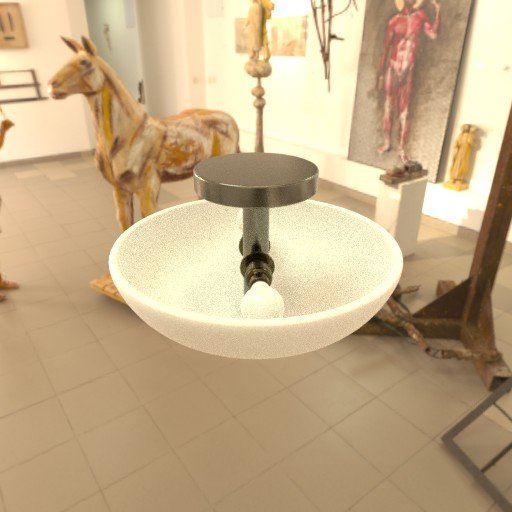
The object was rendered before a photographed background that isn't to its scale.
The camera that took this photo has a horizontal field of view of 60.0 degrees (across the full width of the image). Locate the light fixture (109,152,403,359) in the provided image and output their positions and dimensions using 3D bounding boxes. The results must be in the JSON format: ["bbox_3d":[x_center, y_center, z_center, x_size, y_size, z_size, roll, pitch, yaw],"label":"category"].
[{"bbox_3d":[0.000,0.000,0.525,0.330,0.214,0.330,0,27,0],"label":"light fixture"}]
